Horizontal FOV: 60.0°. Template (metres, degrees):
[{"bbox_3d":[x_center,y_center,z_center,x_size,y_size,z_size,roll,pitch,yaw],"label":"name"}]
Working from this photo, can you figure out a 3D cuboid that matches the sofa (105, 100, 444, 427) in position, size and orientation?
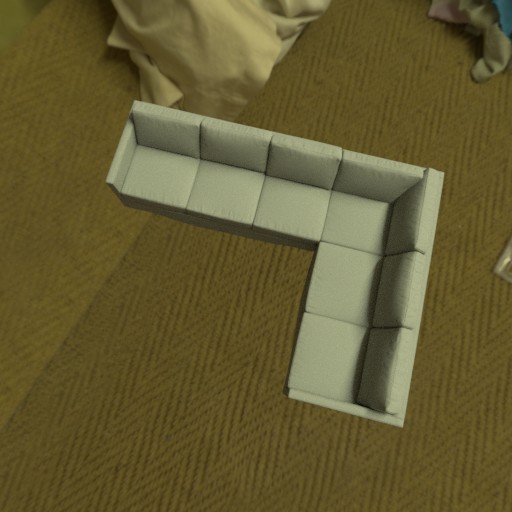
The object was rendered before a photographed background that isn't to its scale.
[{"bbox_3d":[0.000,0.000,4.353,3.182,0.871,2.432,14,77,3],"label":"sofa"}]
